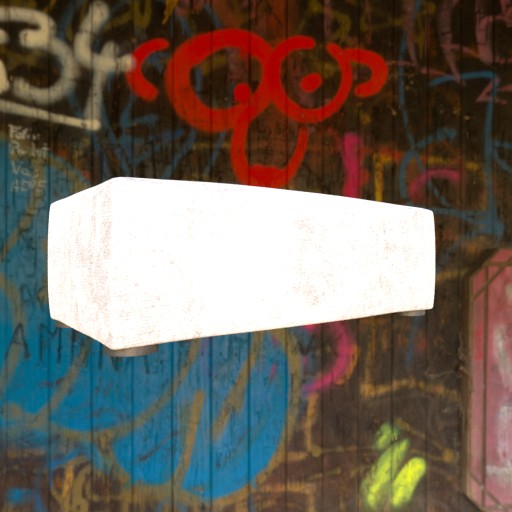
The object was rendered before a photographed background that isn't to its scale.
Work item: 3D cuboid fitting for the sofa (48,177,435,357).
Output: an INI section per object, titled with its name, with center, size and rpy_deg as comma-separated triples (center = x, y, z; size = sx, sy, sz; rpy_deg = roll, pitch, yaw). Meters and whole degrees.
[sofa]
center = 0.000, 0.000, 1.163
size = 0.930, 0.330, 0.480
rpy_deg = 0, 0, -36
